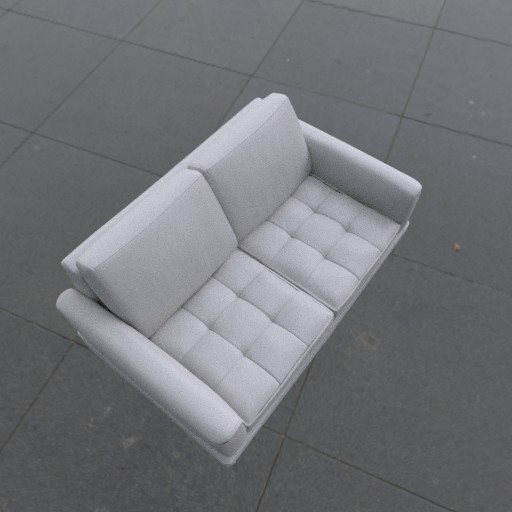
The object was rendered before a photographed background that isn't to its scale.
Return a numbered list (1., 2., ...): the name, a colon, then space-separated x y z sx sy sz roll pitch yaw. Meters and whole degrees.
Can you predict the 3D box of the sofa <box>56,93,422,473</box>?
1. sofa: 0.000 0.000 2.442 1.121 0.930 1.819 34 64 19
